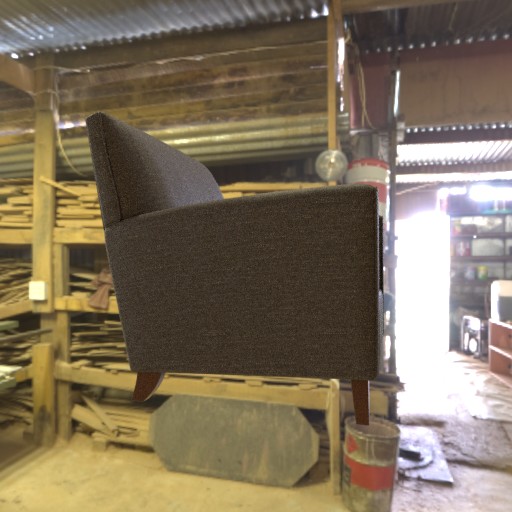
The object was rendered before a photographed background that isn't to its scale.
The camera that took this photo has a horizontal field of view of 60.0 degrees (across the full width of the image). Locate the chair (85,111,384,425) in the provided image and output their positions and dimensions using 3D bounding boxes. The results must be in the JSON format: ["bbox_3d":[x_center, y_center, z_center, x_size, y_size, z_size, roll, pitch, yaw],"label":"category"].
[{"bbox_3d":[0.000,0.000,1.598,0.875,0.885,0.838,0,-1,17],"label":"chair"}]
